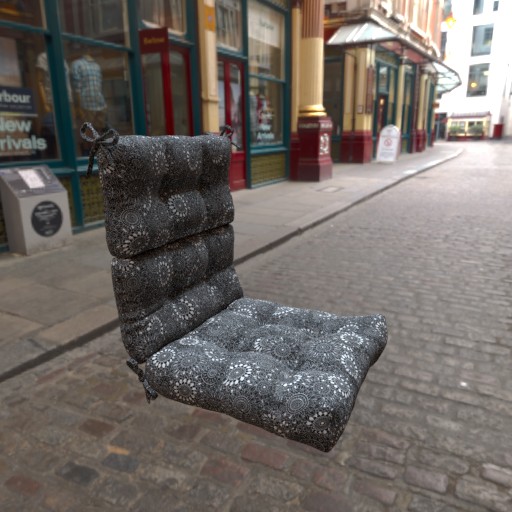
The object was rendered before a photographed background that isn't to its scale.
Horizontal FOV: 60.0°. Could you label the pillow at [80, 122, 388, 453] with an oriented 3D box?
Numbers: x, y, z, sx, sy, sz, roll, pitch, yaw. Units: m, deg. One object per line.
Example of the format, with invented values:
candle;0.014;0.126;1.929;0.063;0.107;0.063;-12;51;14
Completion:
pillow;0.000;0.000;1.049;0.571;0.605;0.519;8;17;26
